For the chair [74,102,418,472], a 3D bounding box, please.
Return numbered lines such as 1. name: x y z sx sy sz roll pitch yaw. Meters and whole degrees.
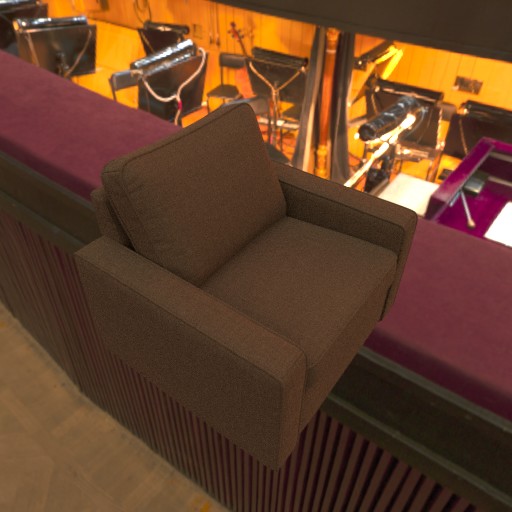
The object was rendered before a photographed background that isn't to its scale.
1. chair: 0.000 0.000 1.757 0.940 0.919 1.017 26 47 27
